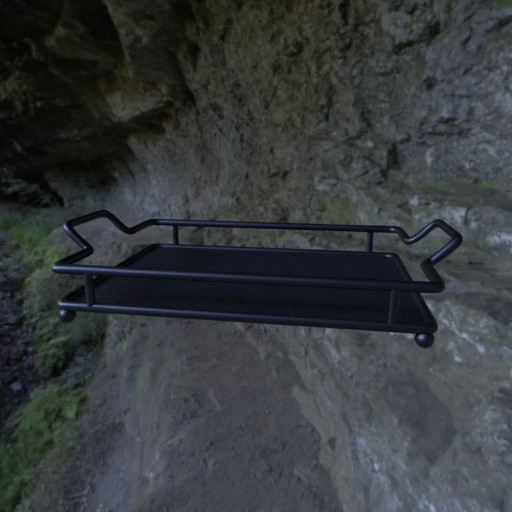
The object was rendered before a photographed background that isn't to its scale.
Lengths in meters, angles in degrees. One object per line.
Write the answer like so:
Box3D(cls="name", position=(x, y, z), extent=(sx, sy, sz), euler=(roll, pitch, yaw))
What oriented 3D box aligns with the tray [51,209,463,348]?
Box3D(cls="tray", position=(0.000, 0.000, 0.602), extent=(0.495, 0.101, 0.297), euler=(2, 15, 9))
